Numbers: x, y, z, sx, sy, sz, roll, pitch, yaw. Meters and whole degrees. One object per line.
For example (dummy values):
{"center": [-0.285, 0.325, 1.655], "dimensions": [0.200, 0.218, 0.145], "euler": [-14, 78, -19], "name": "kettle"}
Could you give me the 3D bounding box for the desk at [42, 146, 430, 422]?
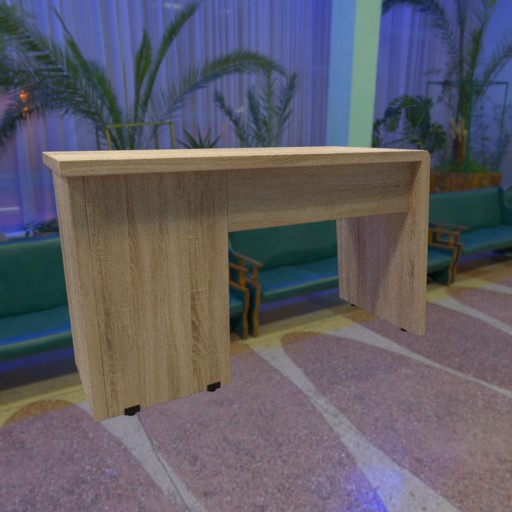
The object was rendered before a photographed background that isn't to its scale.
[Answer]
{"center": [0.000, 0.000, 1.622], "dimensions": [1.300, 0.750, 0.500], "euler": [-8, 18, -28], "name": "desk"}
